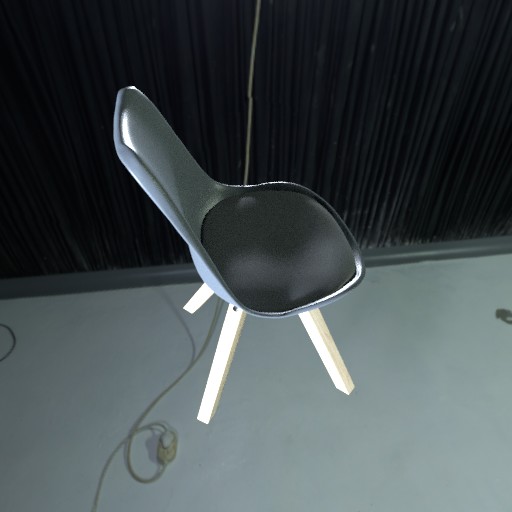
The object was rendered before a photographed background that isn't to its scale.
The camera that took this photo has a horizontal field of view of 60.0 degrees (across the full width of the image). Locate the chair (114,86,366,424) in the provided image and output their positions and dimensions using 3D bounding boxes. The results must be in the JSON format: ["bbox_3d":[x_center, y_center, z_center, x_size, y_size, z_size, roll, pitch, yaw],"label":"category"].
[{"bbox_3d":[0.000,0.000,1.163,0.550,0.850,0.485,-9,46,-9],"label":"chair"}]
